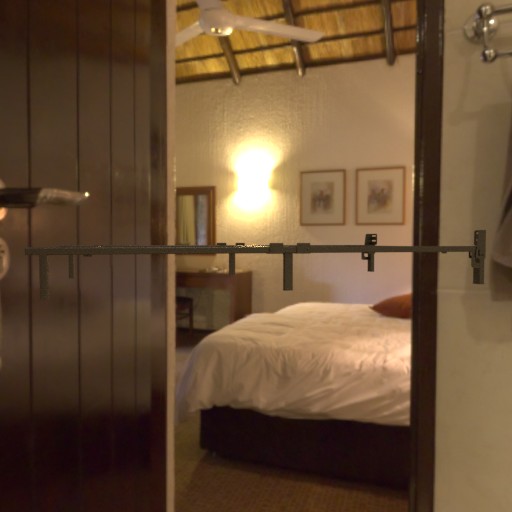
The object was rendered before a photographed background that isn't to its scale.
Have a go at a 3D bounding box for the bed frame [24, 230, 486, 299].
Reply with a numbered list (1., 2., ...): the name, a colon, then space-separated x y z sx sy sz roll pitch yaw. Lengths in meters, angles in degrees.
1. bed frame: 0.000 0.000 2.201 1.897 0.248 0.968 -1 2 -17
